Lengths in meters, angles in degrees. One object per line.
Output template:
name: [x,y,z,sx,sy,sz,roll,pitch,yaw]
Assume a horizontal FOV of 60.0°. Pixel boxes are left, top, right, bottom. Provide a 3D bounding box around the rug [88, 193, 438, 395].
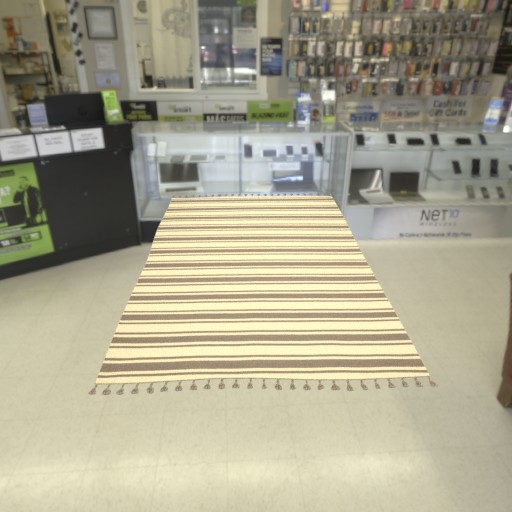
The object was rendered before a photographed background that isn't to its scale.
rug: [0.000,0.000,2.476,1.229,0.011,2.096,-1,27,-2]
